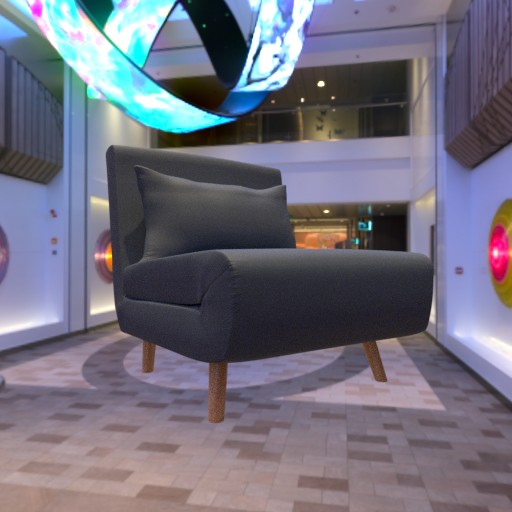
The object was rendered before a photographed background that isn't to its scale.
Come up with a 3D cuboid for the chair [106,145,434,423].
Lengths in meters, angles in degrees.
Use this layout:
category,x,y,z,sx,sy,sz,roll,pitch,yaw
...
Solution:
category,x,y,z,sx,sy,sz,roll,pitch,yaw
chair,0.000,0.000,1.496,0.770,0.808,0.900,0,-1,-35
